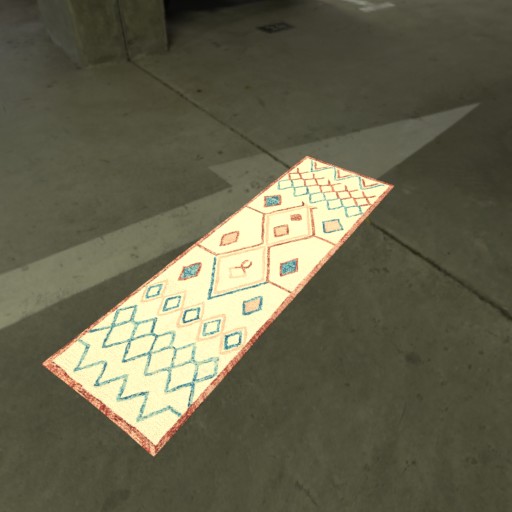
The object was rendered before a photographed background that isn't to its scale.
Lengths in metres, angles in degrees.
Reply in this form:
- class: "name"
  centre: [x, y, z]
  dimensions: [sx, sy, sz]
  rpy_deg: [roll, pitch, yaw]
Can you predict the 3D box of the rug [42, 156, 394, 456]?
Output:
- class: "rug"
  centre: [0.000, 0.000, 2.674]
  dimensions: [0.750, 0.011, 2.435]
  rpy_deg: [26, 48, 26]
